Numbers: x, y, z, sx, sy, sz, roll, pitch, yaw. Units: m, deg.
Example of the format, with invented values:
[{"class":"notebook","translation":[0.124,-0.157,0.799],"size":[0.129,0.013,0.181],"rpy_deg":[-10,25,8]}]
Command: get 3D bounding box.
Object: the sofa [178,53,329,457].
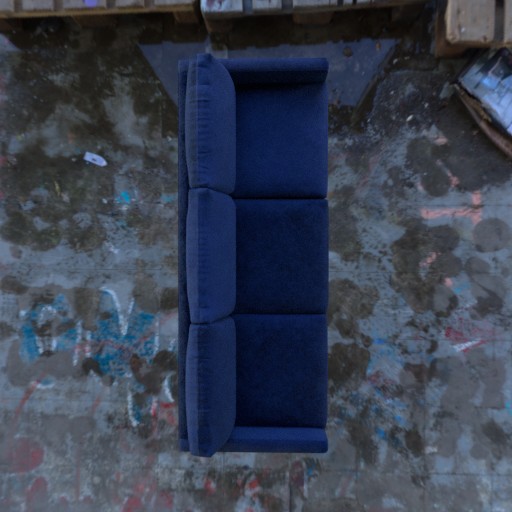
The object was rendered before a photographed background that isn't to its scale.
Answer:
[{"class":"sofa","translation":[0.000,0.000,2.671],"size":[0.875,0.879,2.252],"rpy_deg":[0,91,2]}]
